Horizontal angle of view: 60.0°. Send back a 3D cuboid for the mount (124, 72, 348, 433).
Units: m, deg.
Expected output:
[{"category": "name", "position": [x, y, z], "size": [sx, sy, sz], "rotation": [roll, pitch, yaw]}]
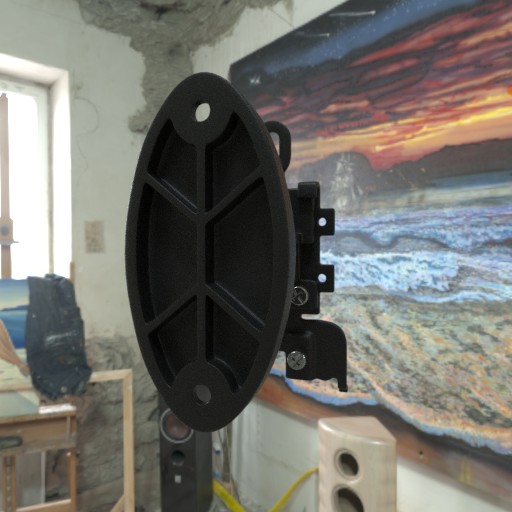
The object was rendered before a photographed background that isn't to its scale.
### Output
[{"category": "mount", "position": [0.000, 0.000, 0.176], "size": [0.066, 0.118, 0.100], "rotation": [0, 1, 19]}]
